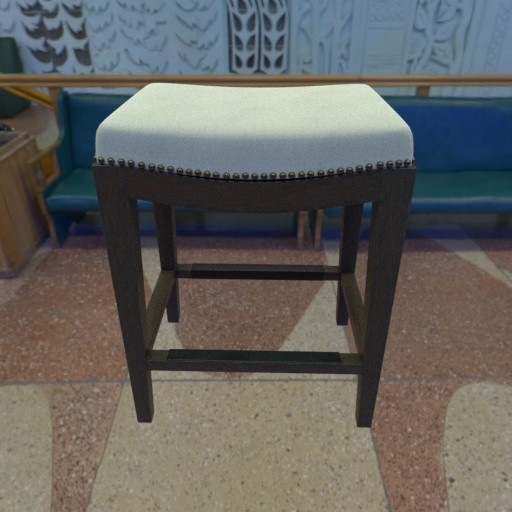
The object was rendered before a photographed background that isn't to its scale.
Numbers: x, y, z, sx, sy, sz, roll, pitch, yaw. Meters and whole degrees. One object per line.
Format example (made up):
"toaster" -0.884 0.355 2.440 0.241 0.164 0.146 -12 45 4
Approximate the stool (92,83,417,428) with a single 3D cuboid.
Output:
"stool" 0.000 0.000 0.938 0.500 0.642 0.361 1 31 1
